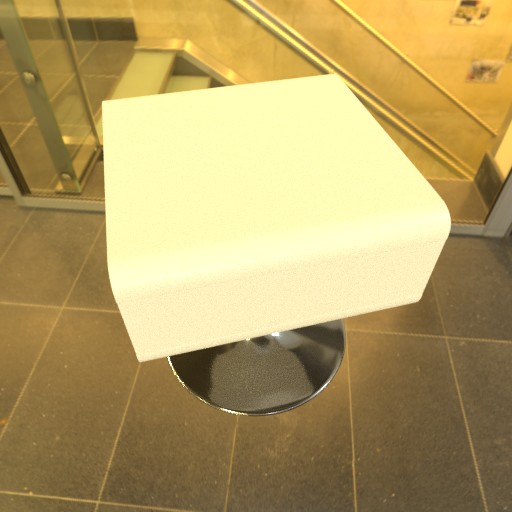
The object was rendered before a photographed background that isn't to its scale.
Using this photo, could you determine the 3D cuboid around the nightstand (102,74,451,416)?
[{"bbox_3d":[0.000,0.000,0.768,0.404,0.447,0.399,-11,48,-10],"label":"nightstand"}]
